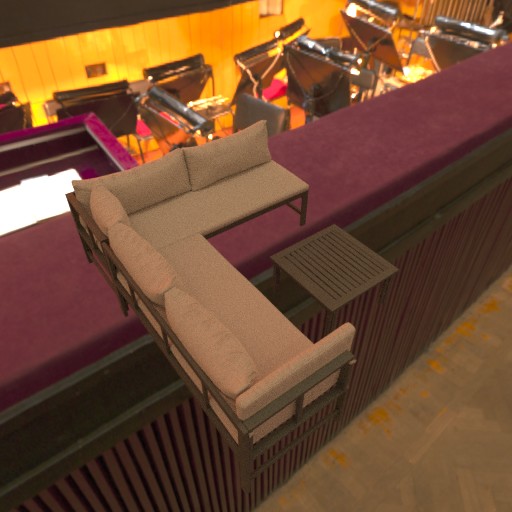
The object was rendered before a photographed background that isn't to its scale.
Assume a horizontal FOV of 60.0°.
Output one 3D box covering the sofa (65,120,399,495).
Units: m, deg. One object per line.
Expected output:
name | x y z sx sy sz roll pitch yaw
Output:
sofa | 0.000 0.000 2.898 1.658 0.758 2.096 -26 48 -26
